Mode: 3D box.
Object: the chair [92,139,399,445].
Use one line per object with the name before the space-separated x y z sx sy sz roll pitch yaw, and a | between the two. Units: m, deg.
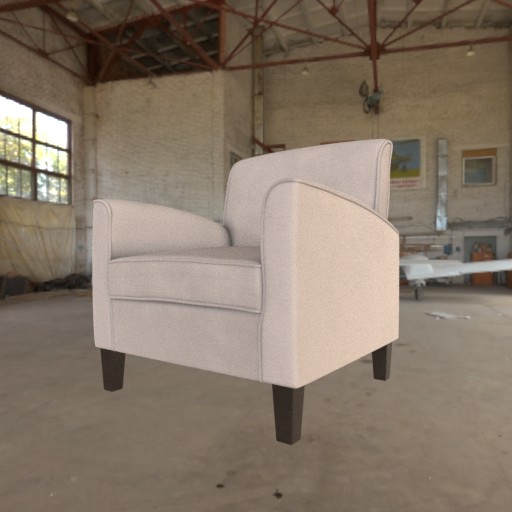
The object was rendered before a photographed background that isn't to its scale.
chair | 0.000 0.000 1.597 0.820 0.915 0.821 0 1 36
